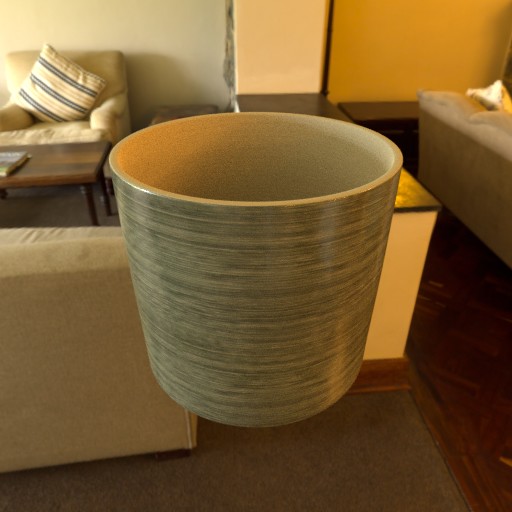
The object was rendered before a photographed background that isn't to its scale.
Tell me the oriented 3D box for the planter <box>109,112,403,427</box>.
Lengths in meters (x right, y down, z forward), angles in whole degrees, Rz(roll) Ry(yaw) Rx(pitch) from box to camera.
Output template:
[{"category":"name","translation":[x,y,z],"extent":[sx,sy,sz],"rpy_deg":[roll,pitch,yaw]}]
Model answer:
[{"category":"planter","translation":[0.000,0.000,0.399],"extent":[0.221,0.201,0.221],"rpy_deg":[0,31,0]}]
